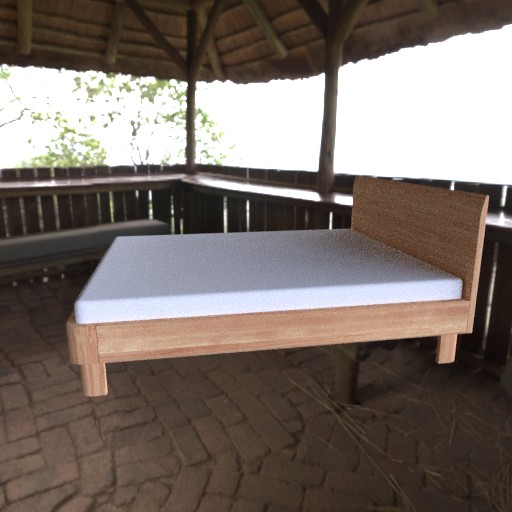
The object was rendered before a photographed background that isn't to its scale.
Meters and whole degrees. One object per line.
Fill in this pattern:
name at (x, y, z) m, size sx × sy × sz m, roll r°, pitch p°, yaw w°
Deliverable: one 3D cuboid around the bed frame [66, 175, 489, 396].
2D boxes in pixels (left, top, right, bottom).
bed frame at (0.000, 0.000, 2.961) m, size 2.092 × 0.940 × 1.660 m, roll -3°, pitch 14°, yaw -10°
